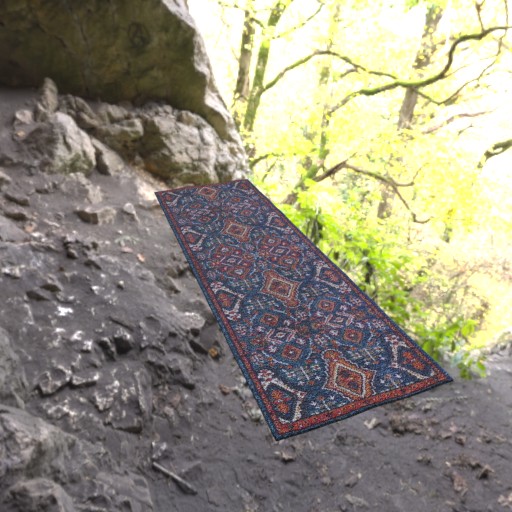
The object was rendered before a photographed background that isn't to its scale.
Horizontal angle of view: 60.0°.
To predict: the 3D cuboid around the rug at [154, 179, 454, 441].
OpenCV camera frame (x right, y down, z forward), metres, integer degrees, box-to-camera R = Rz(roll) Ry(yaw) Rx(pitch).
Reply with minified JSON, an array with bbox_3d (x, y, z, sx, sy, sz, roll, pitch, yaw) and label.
[{"bbox_3d":[0.000,0.000,2.674,0.801,0.010,2.459,-11,33,-18],"label":"rug"}]
